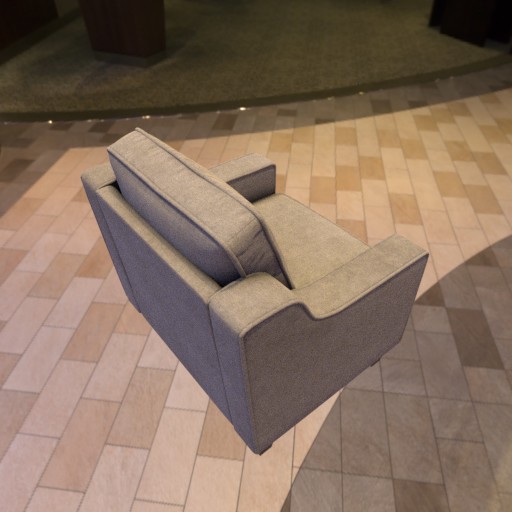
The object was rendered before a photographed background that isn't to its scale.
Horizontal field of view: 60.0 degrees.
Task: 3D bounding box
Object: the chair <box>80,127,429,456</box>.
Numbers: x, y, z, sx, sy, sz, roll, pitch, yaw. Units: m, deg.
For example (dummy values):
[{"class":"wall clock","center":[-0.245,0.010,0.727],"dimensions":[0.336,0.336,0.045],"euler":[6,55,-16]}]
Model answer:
[{"class":"chair","center":[0.000,0.000,1.646],"dimensions":[0.840,0.944,0.926],"euler":[-27,47,-29]}]
